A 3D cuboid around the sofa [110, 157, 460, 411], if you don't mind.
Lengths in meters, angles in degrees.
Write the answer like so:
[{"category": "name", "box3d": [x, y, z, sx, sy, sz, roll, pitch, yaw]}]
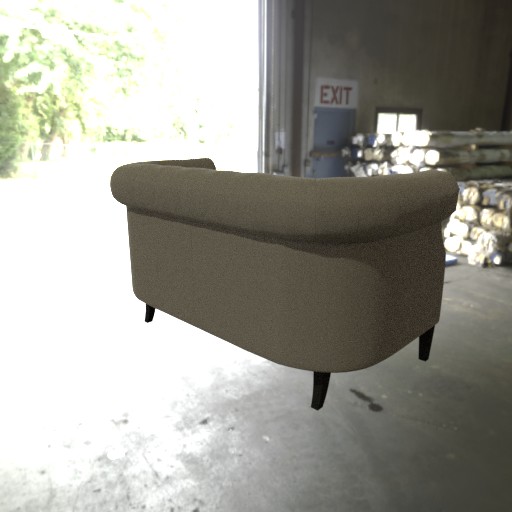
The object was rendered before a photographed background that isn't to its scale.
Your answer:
[{"category": "sofa", "box3d": [0.000, 0.000, 2.033, 1.558, 0.827, 0.835, 14, 21, 42]}]
